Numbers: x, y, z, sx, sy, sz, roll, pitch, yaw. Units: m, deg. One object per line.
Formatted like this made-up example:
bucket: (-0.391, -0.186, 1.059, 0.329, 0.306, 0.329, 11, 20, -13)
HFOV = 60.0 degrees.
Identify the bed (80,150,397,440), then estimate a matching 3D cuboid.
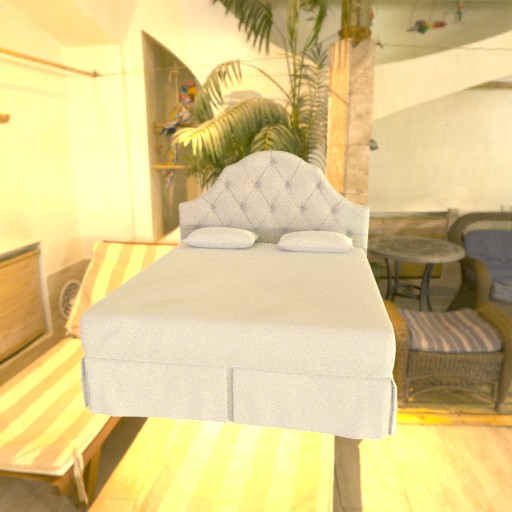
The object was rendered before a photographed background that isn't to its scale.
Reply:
bed: (0.000, 0.000, 3.565, 2.008, 1.615, 2.214, 2, 14, 8)
